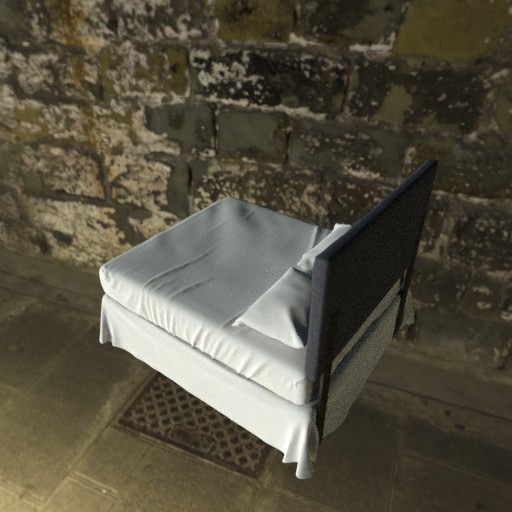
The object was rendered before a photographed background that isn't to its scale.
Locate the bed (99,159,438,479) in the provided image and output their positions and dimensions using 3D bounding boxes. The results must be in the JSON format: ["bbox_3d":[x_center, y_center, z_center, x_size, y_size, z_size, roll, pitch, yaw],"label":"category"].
[{"bbox_3d":[0.000,0.000,3.546,2.222,1.577,1.936,22,39,30],"label":"bed"}]
